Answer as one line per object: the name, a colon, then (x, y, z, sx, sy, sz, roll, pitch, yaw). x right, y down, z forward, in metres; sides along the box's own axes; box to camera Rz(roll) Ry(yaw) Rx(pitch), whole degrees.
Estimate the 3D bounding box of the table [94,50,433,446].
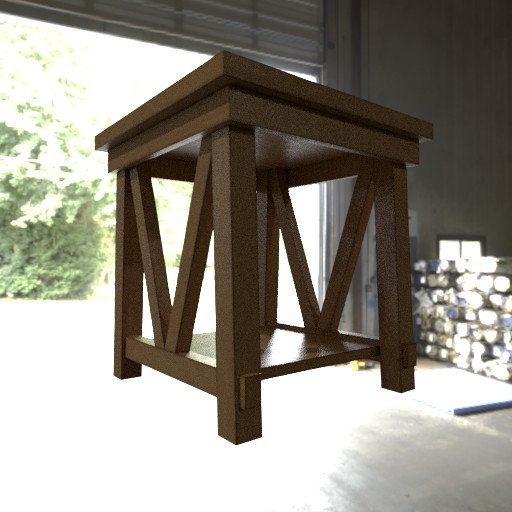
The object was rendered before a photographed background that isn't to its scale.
table: (0.000, 0.000, 1.120, 0.610, 0.638, 0.612, 1, -1, -38)
